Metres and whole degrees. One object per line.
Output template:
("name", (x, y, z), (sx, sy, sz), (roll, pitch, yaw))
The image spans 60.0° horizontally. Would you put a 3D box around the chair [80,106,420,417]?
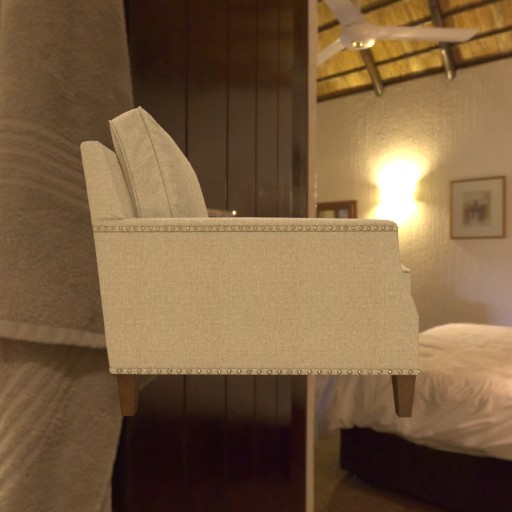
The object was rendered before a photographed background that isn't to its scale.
("chair", (0.000, 0.000, 1.698), (1.014, 0.943, 0.853), (0, 0, 1))
